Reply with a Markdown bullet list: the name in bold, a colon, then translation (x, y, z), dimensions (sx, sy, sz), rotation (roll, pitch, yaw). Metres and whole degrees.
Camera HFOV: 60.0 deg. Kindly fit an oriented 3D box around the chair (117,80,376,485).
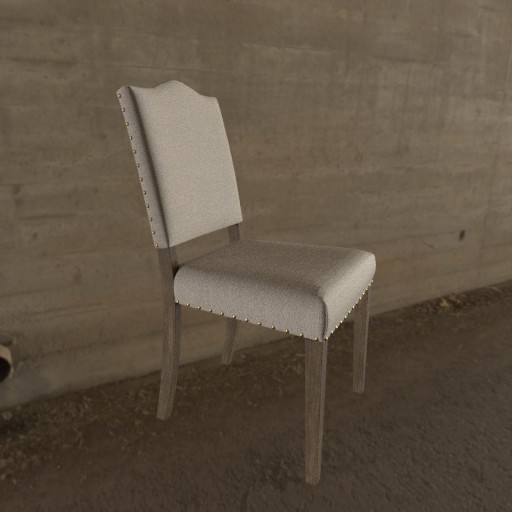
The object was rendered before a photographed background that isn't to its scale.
- **chair**: translation (0.000, 0.000, 1.337), dimensions (0.620, 1.020, 0.508), rotation (8, 17, 26)
